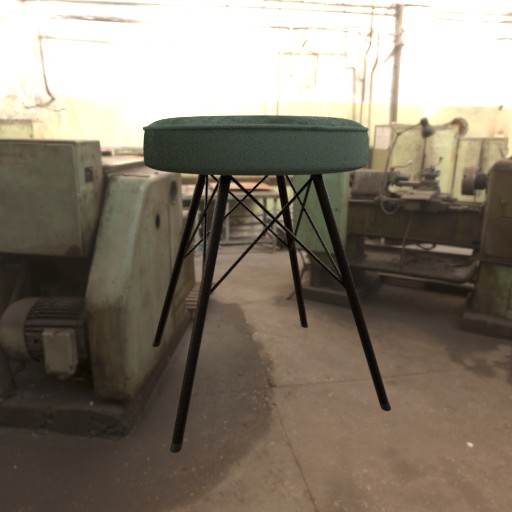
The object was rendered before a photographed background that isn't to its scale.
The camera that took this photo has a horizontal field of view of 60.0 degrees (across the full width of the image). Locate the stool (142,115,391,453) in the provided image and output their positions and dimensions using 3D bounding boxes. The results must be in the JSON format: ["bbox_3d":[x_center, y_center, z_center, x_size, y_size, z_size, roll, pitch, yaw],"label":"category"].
[{"bbox_3d":[0.000,0.000,0.879,0.458,0.519,0.457,-2,15,-8],"label":"stool"}]
